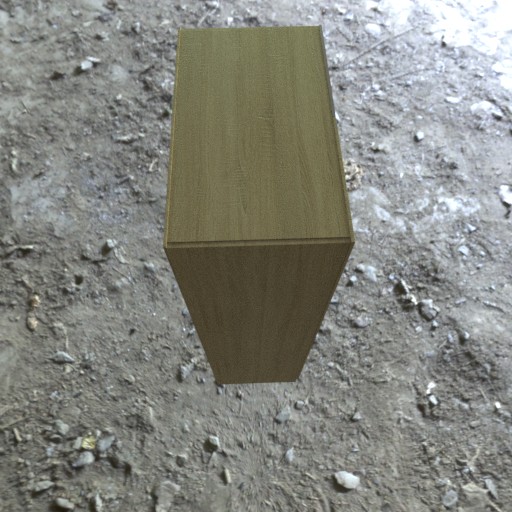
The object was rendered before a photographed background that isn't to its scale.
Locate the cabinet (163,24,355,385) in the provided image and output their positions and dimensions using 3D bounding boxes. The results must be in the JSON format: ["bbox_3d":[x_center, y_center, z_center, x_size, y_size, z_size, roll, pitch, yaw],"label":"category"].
[{"bbox_3d":[0.000,0.000,2.497,0.590,2.121,1.001,-2,63,-1],"label":"cabinet"}]
